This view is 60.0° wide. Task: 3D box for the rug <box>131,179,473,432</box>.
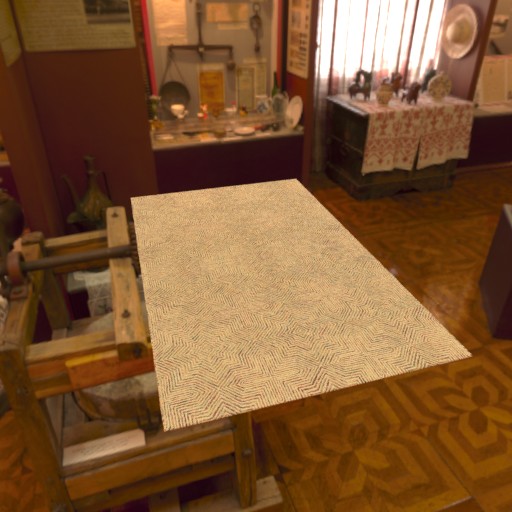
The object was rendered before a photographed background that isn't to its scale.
[{"bbox_3d":[0.000,0.000,2.996,1.519,0.007,2.428,-9,33,-14],"label":"rug"}]
